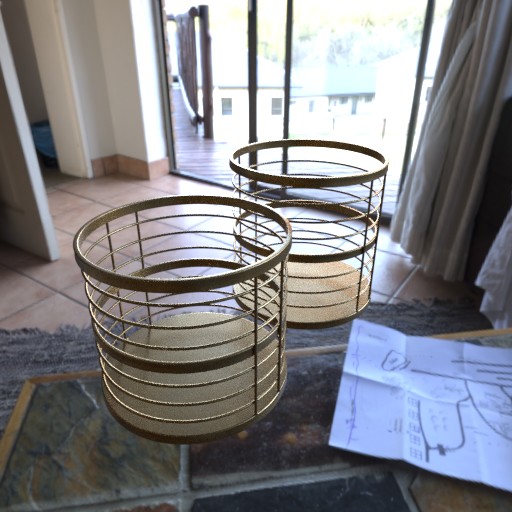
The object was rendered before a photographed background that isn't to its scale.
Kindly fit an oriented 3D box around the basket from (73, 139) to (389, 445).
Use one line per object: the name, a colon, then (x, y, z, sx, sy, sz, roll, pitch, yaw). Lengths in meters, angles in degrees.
basket: (0.000, 0.000, 0.938, 0.356, 0.351, 0.746, 19, 32, 32)
